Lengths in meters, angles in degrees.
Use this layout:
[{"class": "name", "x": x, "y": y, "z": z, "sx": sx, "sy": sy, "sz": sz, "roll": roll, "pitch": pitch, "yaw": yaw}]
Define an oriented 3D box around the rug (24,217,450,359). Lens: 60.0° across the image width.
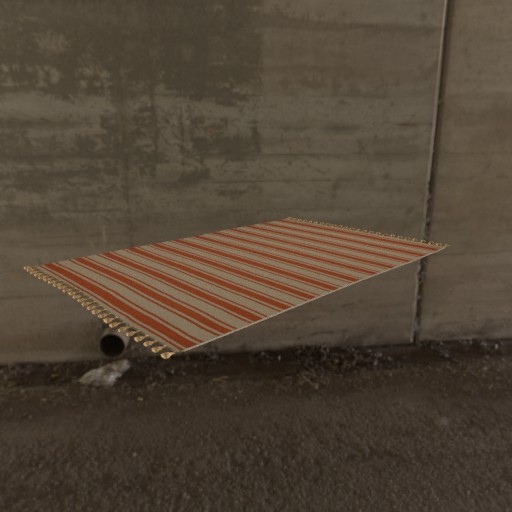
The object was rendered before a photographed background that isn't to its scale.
[{"class": "rug", "x": 0.000, "y": 0.000, "z": 2.946, "sx": 2.433, "sy": 0.022, "sz": 1.556, "roll": -14, "pitch": 21, "yaw": -42}]
